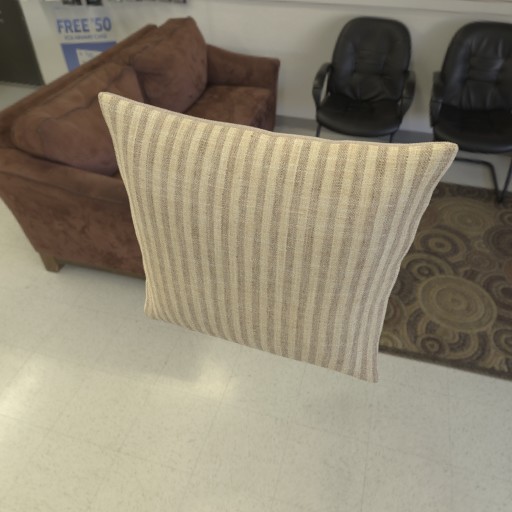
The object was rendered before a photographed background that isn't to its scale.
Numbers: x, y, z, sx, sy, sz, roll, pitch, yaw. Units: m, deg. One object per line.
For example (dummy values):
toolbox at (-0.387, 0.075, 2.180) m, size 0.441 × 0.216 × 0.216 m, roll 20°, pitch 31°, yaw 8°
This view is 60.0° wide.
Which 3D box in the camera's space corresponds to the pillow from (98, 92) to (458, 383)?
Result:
pillow at (0.000, 0.000, 0.773) m, size 0.523 × 0.510 × 0.166 m, roll 13°, pitch 44°, yaw 14°
